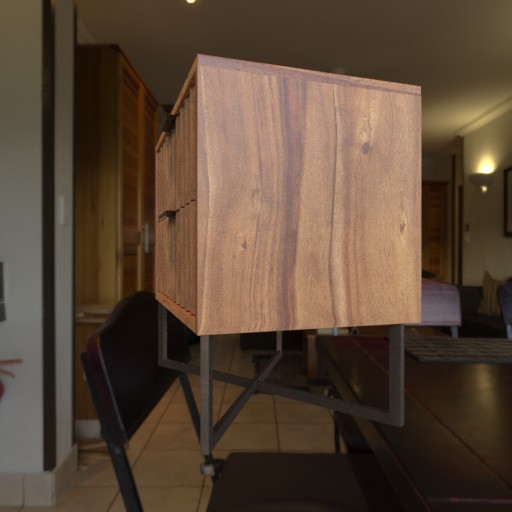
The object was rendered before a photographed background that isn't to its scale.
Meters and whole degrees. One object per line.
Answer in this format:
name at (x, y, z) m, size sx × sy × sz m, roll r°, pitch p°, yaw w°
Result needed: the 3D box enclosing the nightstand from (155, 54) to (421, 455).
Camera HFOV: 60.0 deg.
nightstand at (0.000, 0.000, 1.027) m, size 0.427 × 0.615 × 0.613 m, roll 0°, pitch 0°, yaw -19°
